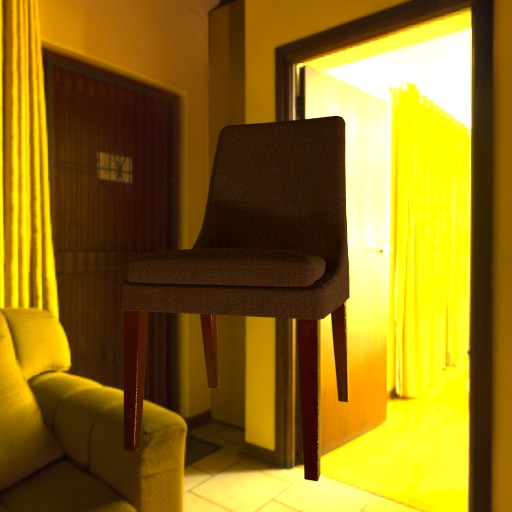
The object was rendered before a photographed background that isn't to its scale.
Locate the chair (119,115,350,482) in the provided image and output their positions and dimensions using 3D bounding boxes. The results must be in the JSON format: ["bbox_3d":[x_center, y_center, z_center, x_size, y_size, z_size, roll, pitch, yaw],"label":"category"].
[{"bbox_3d":[0.000,0.000,1.307,0.508,0.952,0.655,0,1,18],"label":"chair"}]
